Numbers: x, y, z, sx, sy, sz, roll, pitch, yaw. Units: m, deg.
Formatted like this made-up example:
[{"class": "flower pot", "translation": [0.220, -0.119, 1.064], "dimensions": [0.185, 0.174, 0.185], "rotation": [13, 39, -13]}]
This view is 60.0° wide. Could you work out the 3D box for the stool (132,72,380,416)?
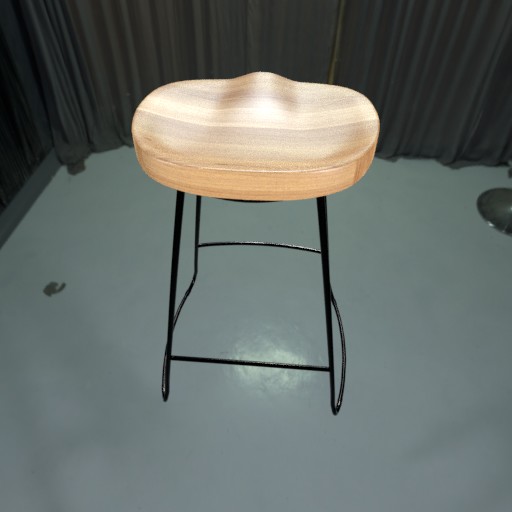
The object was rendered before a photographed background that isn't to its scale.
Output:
[{"class": "stool", "translation": [0.000, 0.000, 0.956], "dimensions": [0.480, 0.679, 0.401], "rotation": [3, 46, 3]}]
